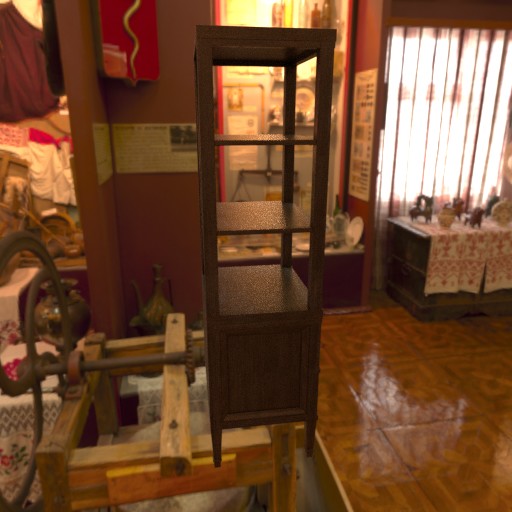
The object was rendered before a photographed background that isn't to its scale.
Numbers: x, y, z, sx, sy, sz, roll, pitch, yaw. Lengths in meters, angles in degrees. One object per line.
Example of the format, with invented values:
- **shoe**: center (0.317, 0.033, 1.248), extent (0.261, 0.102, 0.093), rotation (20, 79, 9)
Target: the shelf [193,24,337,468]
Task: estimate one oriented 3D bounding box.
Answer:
- **shelf**: center (0.000, 0.000, 1.963), extent (0.472, 1.727, 0.584), rotation (-3, 17, -8)
